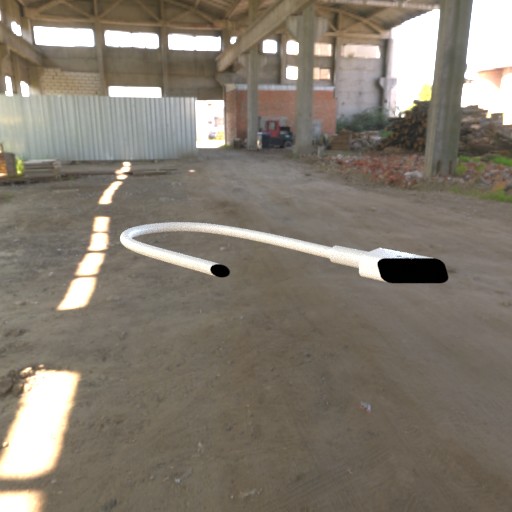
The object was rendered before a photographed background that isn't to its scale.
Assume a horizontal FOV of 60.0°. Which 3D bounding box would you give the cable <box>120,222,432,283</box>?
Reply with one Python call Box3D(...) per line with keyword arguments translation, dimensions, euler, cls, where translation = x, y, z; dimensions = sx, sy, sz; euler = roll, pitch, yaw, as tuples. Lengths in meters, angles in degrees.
Box3D(translation=(0.000, 0.000, 0.112), dimensions=(0.098, 0.006, 0.040), euler=(14, 21, 41), cls="cable")
